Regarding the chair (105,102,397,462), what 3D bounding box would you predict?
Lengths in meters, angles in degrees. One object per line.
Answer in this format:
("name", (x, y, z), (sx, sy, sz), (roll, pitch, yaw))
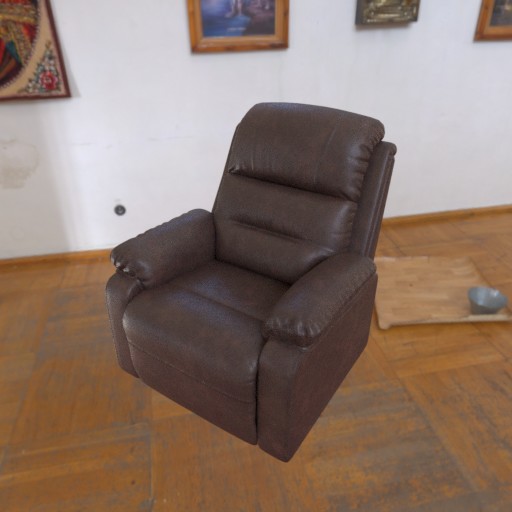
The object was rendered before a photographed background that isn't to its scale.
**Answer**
("chair", (0.000, 0.000, 1.685), (0.855, 0.992, 0.919), (18, 35, 29))
